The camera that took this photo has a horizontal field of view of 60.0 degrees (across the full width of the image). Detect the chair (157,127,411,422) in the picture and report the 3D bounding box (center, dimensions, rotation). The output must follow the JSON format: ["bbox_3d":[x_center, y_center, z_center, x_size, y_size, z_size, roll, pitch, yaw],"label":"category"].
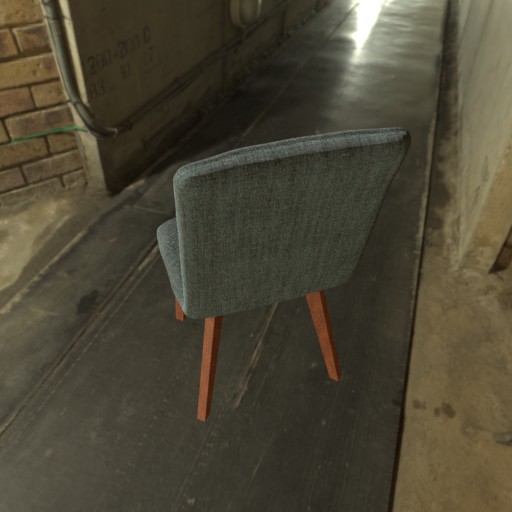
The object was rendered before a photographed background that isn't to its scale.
[{"bbox_3d":[0.000,0.000,1.294,0.522,0.974,0.563,-13,44,-13],"label":"chair"}]
